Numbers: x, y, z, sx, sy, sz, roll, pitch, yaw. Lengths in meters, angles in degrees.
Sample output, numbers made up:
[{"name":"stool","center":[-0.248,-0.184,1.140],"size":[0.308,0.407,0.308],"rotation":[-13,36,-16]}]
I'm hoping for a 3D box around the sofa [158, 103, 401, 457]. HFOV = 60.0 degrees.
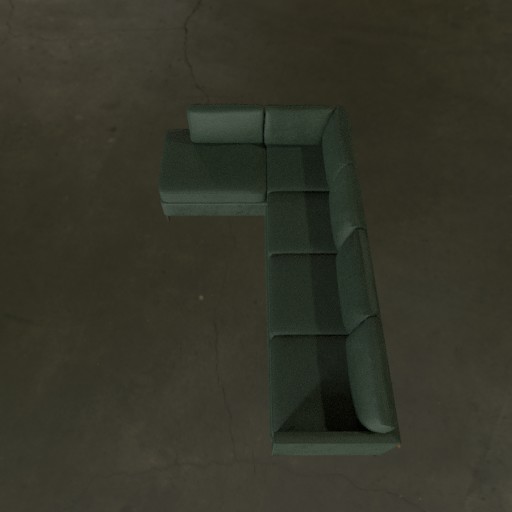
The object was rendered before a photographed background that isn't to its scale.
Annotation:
[{"name":"sofa","center":[0.000,0.000,4.203],"size":[2.048,0.996,3.384],"rotation":[0,59,0]}]
